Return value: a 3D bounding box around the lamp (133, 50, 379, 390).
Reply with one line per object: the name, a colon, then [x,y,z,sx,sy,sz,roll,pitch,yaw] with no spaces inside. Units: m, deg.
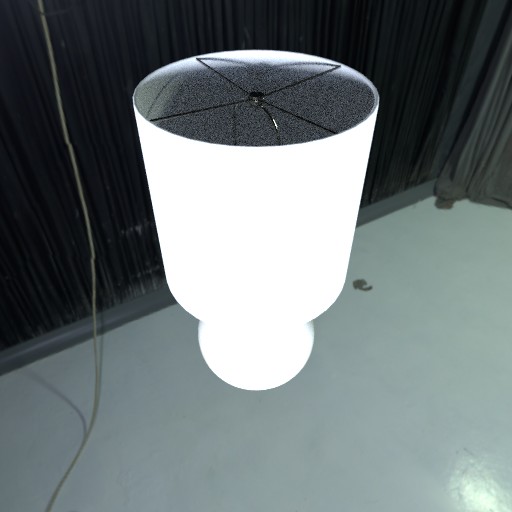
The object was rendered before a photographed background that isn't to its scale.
lamp: [0.000,0.000,0.533,0.217,0.404,0.217,-26,48,-26]
